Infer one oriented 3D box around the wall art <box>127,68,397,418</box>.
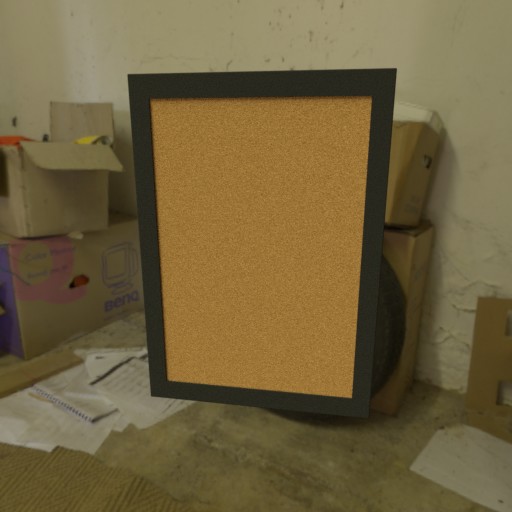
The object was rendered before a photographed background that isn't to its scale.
[{"bbox_3d":[0.000,0.000,0.683,0.374,0.529,0.012,3,16,9],"label":"wall art"}]
